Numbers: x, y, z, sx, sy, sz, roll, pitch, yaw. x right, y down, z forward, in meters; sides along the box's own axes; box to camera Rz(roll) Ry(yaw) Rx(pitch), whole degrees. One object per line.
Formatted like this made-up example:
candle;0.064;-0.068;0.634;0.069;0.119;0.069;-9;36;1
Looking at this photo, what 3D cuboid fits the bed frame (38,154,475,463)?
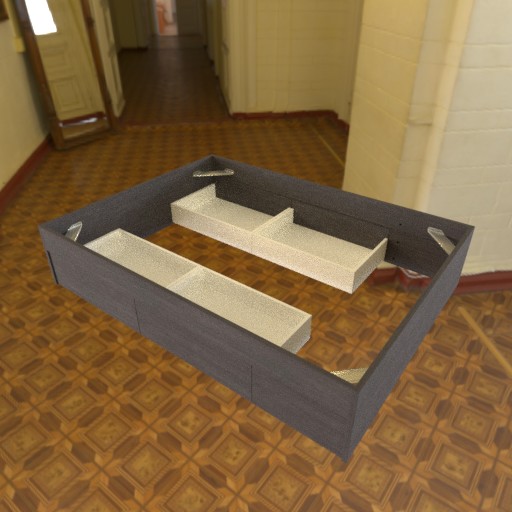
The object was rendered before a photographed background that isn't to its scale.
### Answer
bed frame;0.000;0.000;2.560;1.944;0.459;1.448;22;38;30
